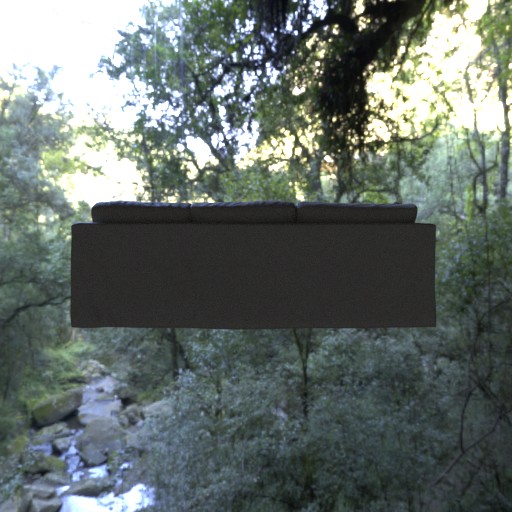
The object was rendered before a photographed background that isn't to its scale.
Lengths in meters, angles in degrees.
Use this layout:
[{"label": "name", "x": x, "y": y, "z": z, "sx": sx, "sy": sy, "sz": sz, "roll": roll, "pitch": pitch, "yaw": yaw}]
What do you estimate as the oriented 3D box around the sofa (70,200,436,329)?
[{"label": "sofa", "x": 0.000, "y": 0.000, "z": 4.639, "sx": 2.476, "sy": 0.878, "sz": 3.528, "roll": 0, "pitch": 2, "yaw": 0}]
